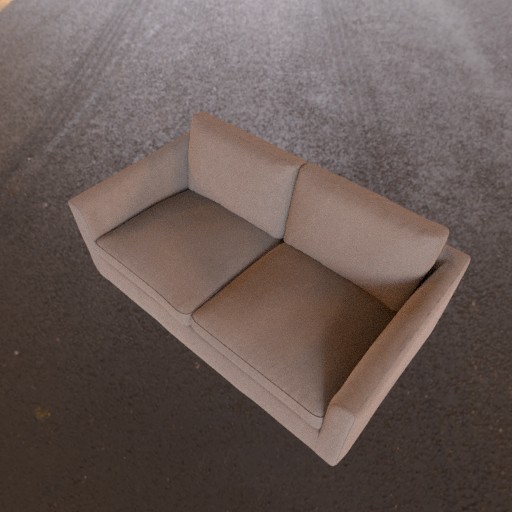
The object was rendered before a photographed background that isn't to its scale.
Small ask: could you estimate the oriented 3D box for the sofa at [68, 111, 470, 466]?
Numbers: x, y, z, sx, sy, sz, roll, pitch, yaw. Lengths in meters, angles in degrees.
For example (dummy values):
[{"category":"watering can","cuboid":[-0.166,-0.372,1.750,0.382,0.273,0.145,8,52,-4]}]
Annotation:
[{"category":"sofa","cuboid":[0.000,0.000,2.495,1.905,0.839,1.091,32,55,27]}]
